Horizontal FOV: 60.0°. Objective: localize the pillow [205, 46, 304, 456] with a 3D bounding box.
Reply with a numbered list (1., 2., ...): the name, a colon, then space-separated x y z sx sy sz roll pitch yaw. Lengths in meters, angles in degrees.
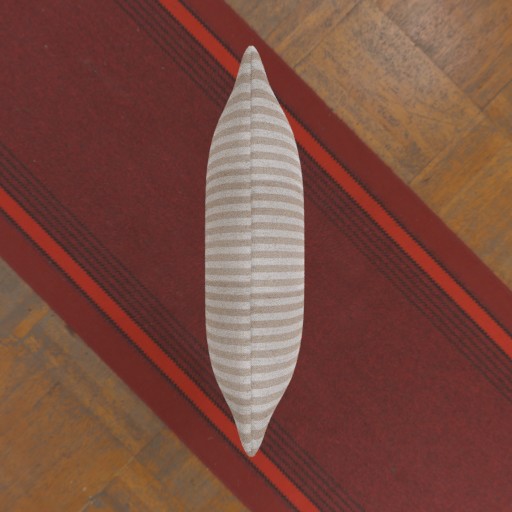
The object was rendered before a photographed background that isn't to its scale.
1. pillow: 0.000 0.000 0.806 0.166 0.510 0.523 0 89 0
